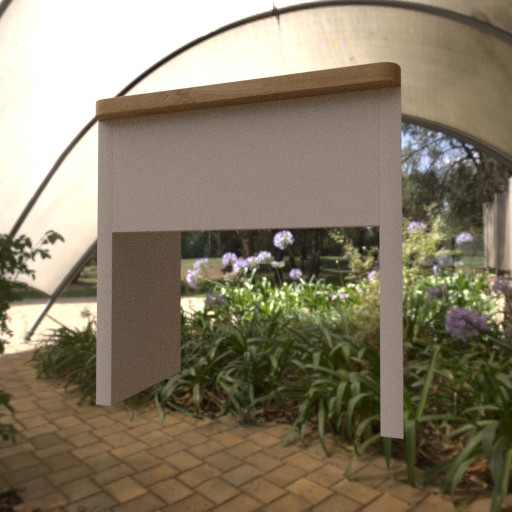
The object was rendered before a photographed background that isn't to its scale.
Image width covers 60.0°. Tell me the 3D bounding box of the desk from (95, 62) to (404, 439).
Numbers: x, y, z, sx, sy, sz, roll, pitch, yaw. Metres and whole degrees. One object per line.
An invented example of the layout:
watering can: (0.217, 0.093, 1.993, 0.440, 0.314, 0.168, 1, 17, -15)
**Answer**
desk: (0.000, 0.000, 1.220, 0.760, 0.790, 0.440, 0, -1, 17)
